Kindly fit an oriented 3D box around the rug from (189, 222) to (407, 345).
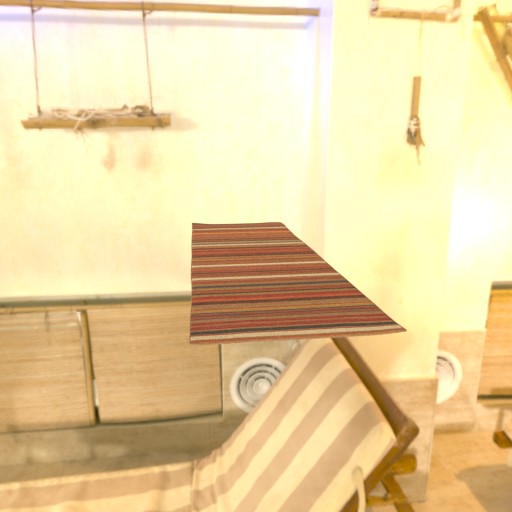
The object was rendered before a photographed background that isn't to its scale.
[{"bbox_3d":[0.000,0.000,2.749,0.799,0.030,2.444,-2,14,-8],"label":"rug"}]
